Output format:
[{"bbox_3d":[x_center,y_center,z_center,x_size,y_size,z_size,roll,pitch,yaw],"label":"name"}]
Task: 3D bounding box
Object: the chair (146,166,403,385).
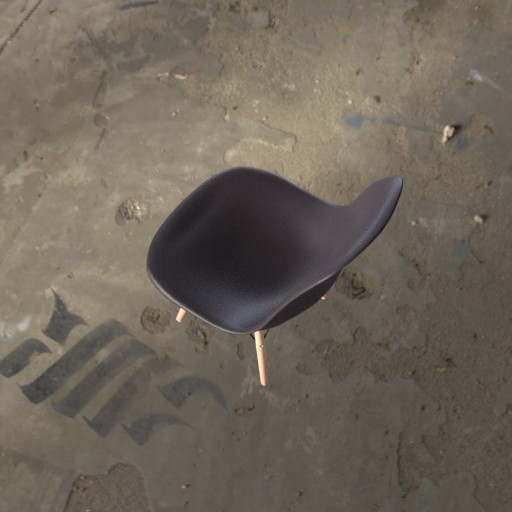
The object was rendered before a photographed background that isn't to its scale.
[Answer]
[{"bbox_3d":[0.000,0.000,1.173,0.533,0.825,0.470,33,67,16],"label":"chair"}]
